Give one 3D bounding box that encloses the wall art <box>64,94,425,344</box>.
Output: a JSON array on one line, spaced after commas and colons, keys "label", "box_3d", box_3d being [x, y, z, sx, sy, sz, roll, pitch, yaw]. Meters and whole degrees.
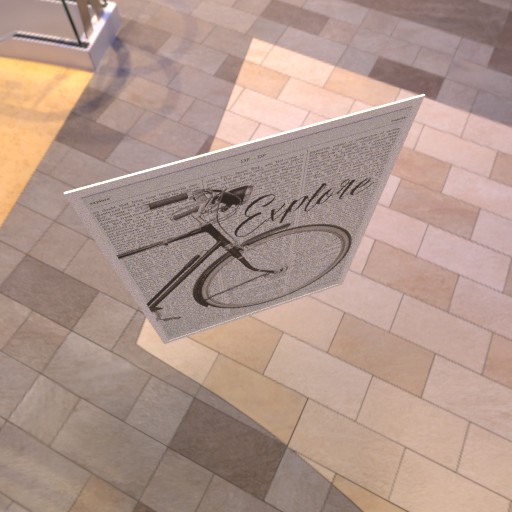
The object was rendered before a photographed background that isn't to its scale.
[{"label": "wall art", "box_3d": [0.000, 0.000, 0.804, 0.457, 0.610, 0.003, -17, 64, -9]}]
